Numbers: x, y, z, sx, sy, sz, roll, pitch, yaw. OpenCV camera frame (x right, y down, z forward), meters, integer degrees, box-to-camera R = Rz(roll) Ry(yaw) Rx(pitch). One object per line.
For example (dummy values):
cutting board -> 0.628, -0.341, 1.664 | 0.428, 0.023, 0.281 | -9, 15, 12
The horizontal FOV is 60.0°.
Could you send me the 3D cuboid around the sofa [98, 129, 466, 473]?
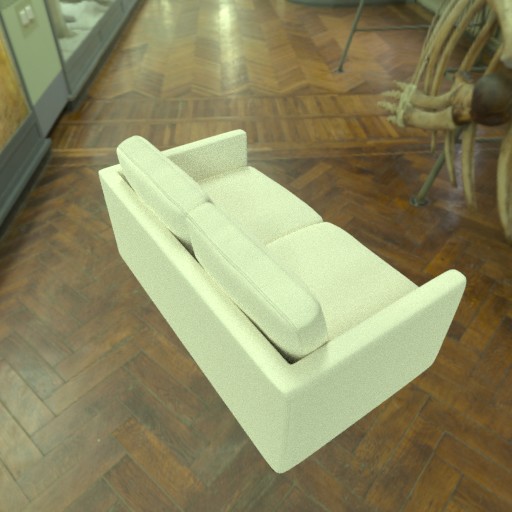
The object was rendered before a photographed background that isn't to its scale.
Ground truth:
sofa -> 0.000, 0.000, 2.240 | 0.964, 0.888, 1.702 | -24, 46, -25
